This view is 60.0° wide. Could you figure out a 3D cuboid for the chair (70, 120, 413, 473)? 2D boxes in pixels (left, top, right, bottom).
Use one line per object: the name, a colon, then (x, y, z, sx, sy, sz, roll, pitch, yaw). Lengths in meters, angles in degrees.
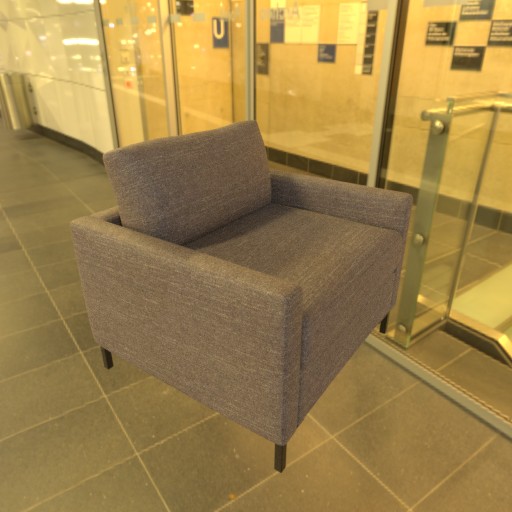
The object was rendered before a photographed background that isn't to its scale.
chair: (0.000, 0.000, 1.615, 0.845, 0.841, 0.940, 17, 31, 31)
